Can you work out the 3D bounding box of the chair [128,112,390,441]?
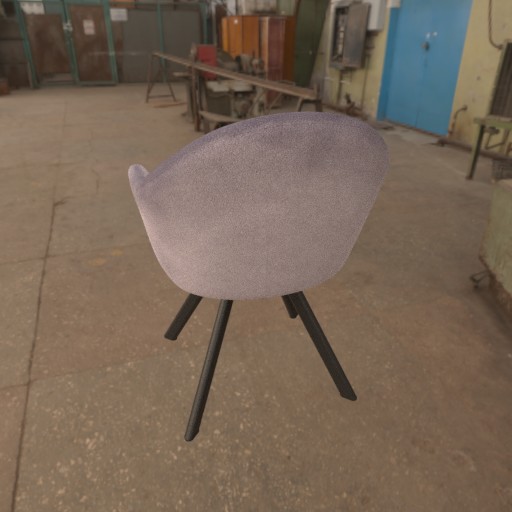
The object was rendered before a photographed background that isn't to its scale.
[{"bbox_3d":[0.000,0.000,1.133,0.570,0.780,0.540,-8,28,-15],"label":"chair"}]
